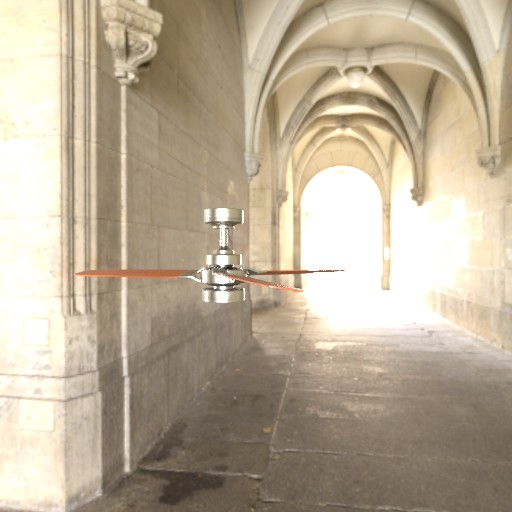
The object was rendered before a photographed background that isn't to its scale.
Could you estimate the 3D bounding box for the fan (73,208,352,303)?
[{"bbox_3d":[0.000,0.000,2.029,1.271,0.410,1.416,0,1,-36],"label":"fan"}]
